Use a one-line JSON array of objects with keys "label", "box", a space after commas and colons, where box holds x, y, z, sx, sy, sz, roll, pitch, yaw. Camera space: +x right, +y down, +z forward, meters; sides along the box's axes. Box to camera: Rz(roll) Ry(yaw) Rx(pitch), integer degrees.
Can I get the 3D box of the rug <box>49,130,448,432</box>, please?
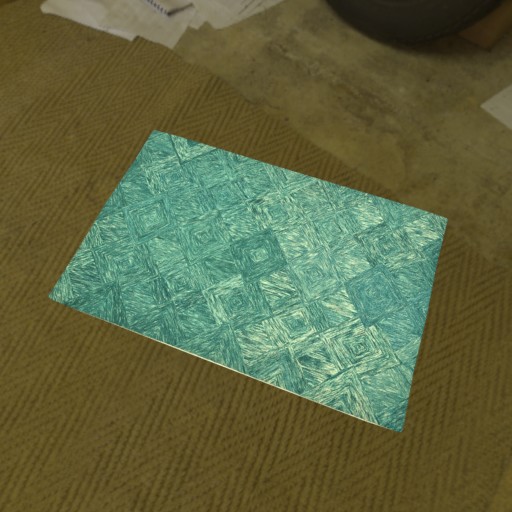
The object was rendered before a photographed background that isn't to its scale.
[{"label": "rug", "box": [0.000, 0.000, 2.229, 1.728, 0.017, 1.136, 19, 65, 9]}]
